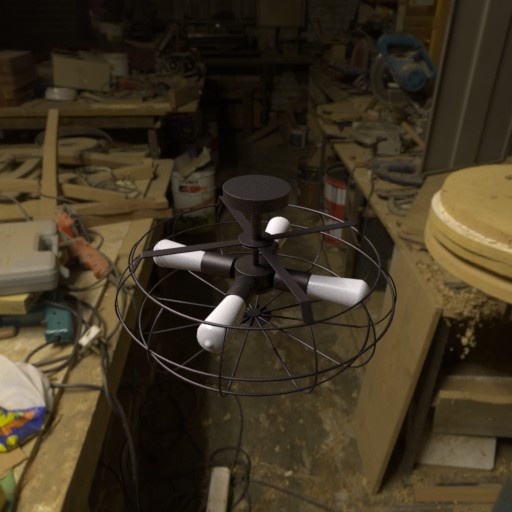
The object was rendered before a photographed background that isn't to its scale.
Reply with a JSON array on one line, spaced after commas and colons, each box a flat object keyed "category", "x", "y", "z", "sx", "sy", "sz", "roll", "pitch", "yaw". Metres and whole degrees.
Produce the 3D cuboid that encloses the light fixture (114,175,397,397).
[{"category": "light fixture", "x": 0.000, "y": 0.000, "z": 0.925, "sx": 0.582, "sy": 0.311, "sz": 0.582, "roll": 0, "pitch": 30, "yaw": 0}]
